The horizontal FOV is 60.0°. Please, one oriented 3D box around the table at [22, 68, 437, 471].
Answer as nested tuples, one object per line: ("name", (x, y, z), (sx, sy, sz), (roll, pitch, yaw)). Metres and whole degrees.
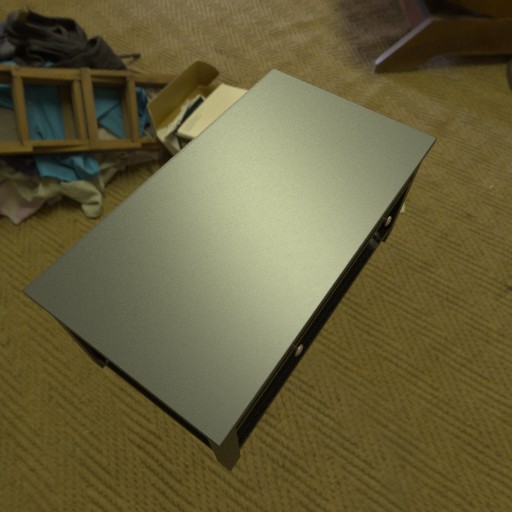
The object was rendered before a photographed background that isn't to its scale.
("table", (0.000, 0.000, 1.403), (0.612, 0.493, 1.068), (31, 62, 18))
